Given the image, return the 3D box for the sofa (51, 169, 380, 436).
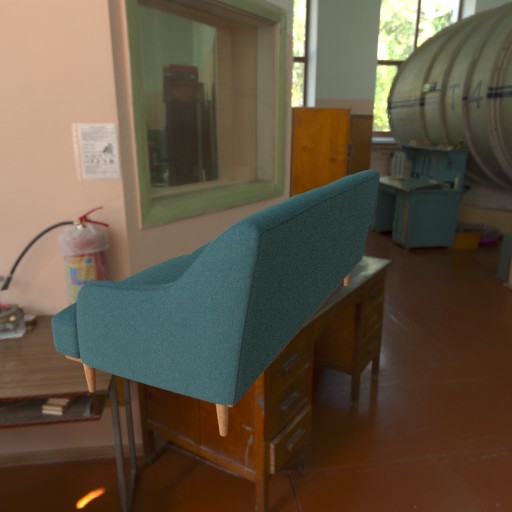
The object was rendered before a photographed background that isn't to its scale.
[{"bbox_3d":[0.000,0.000,2.521,0.978,0.871,2.057,8,18,25],"label":"sofa"}]
